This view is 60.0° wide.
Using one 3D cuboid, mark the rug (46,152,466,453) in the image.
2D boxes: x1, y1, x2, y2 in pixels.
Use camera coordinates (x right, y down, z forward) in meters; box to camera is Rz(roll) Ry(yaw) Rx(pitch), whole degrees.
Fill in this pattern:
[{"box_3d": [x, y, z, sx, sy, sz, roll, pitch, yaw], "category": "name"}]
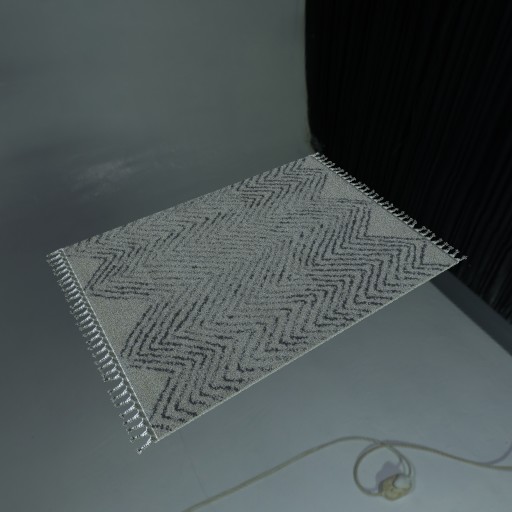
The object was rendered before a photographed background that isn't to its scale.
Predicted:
[{"box_3d": [0.000, 0.000, 2.308, 1.847, 0.014, 1.230, -25, 50, -23], "category": "rug"}]
